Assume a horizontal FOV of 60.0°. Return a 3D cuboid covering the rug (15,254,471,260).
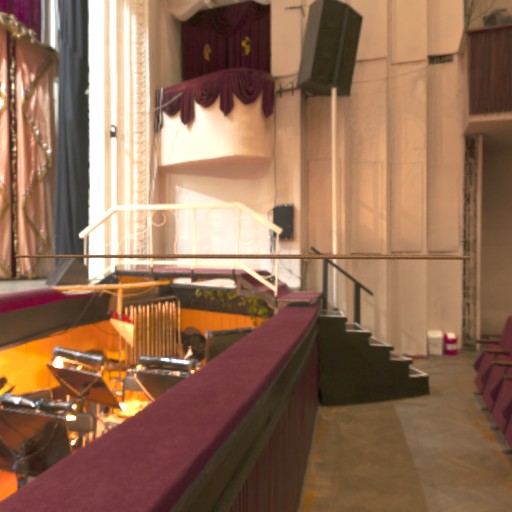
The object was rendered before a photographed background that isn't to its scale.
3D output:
[{"bbox_3d":[0.000,0.000,2.794,2.290,0.014,1.526,0,0,18],"label":"rug"}]
